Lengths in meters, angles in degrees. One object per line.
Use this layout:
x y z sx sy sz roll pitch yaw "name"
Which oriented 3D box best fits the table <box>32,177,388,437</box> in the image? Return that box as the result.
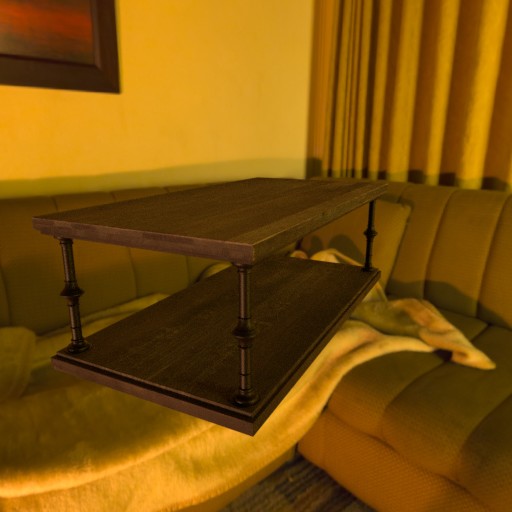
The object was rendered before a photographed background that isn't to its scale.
0.000 0.000 1.373 0.554 0.373 1.088 8 17 26 "table"
